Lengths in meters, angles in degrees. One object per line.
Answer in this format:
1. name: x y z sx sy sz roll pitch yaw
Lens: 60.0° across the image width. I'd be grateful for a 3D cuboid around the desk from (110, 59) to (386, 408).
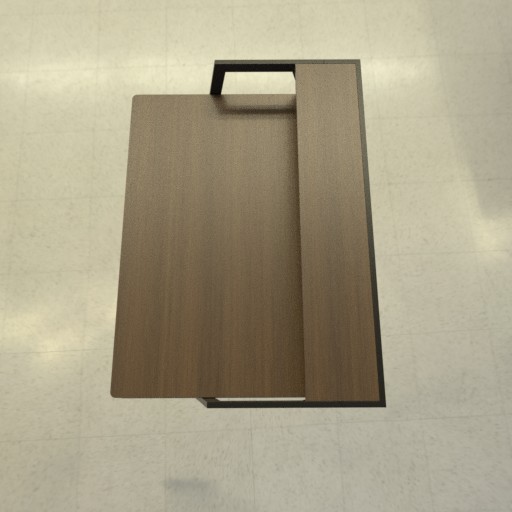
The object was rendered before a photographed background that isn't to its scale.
1. desk: 0.000 0.000 1.871 0.936 0.998 1.143 0 75 0
